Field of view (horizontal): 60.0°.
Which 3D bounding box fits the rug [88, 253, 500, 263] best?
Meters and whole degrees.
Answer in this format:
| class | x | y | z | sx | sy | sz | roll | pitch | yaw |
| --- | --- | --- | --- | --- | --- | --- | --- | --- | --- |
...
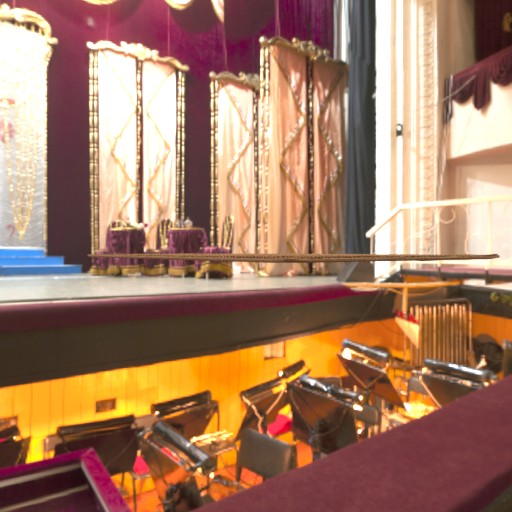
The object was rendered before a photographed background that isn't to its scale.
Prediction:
| class | x | y | z | sx | sy | sz | roll | pitch | yaw |
| --- | --- | --- | --- | --- | --- | --- | --- | --- | --- |
| rug | 0.000 | 0.000 | 2.948 | 1.521 | 0.034 | 2.438 | 0 | 1 | -36 |
